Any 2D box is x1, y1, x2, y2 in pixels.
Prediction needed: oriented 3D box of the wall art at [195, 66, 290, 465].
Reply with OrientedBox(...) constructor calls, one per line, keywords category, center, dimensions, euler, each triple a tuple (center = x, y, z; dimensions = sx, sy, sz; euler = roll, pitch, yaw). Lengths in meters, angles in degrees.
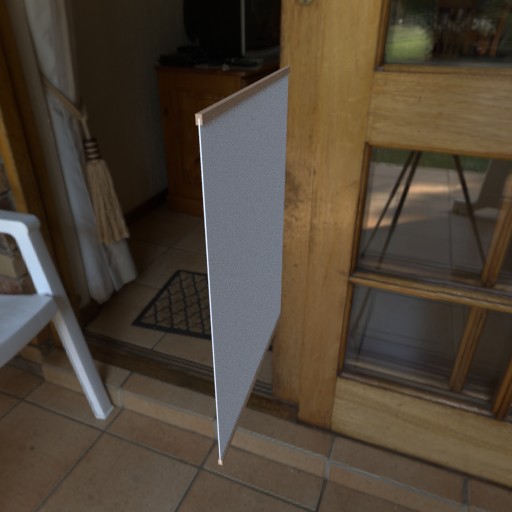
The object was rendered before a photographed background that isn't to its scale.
OrientedBox(category="wall art", center=(0.000, 0.000, 1.386), dimensions=(0.013, 1.016, 0.758), euler=(8, 31, 14))
